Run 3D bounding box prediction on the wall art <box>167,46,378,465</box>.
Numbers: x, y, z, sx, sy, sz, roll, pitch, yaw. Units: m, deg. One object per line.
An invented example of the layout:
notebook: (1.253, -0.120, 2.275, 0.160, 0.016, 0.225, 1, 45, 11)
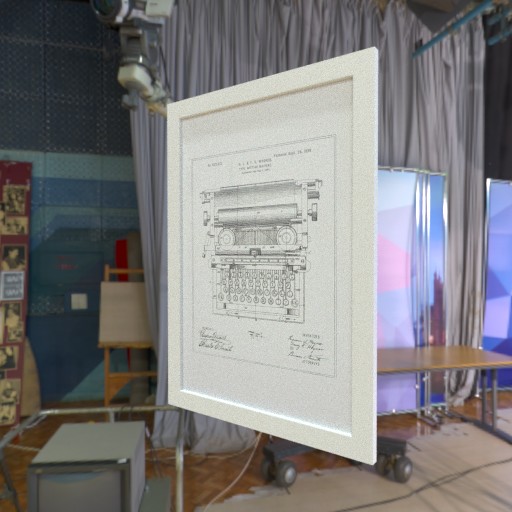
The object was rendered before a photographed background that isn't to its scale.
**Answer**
wall art: (0.000, 0.000, 0.681, 0.381, 0.533, 0.013, 1, 1, 36)
